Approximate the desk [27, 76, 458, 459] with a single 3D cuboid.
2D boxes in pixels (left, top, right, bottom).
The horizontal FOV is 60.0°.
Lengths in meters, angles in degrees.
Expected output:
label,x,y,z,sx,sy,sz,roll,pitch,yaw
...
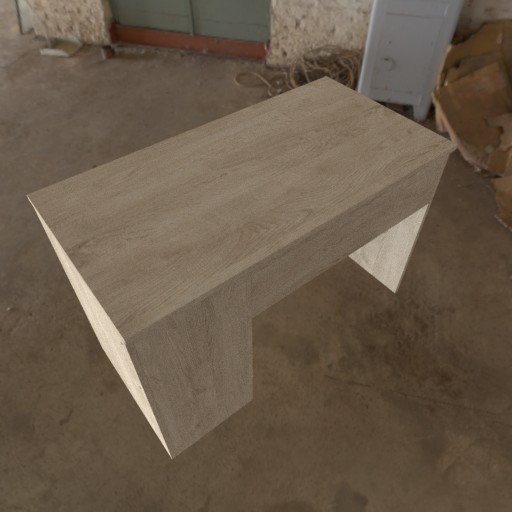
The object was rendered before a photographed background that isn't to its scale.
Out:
label,x,y,z,sx,sy,sz,roll,pitch,yaw
desk,0.000,0.000,1.513,1.096,0.730,0.560,-30,54,-25
